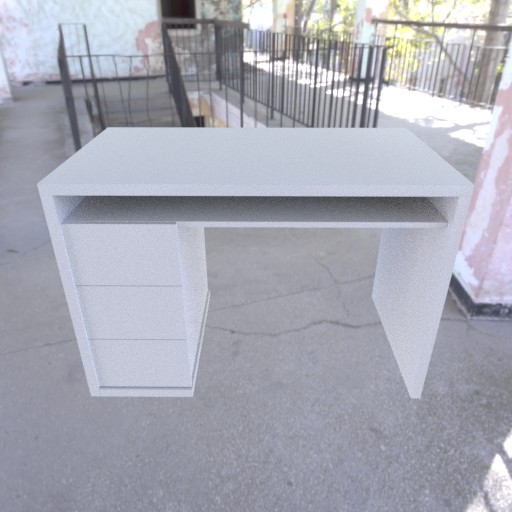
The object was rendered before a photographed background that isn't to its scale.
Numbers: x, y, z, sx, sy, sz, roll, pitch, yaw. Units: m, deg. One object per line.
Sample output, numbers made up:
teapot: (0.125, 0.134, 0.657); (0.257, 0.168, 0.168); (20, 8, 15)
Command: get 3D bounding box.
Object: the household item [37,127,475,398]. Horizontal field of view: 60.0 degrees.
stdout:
household item: (0.000, 0.000, 1.556); (1.100, 0.749, 0.597); (0, 29, 0)
